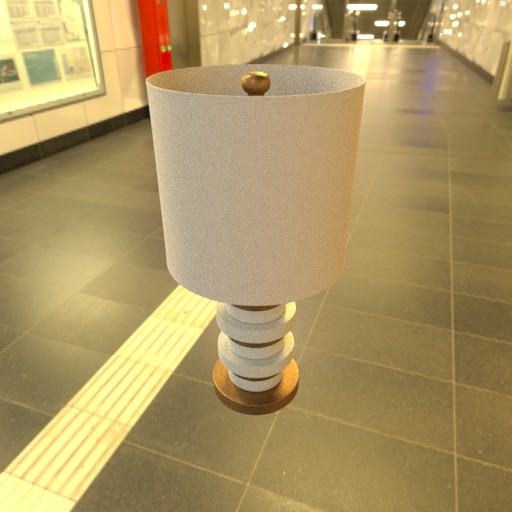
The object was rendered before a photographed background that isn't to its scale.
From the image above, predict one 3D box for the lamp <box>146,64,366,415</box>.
[{"bbox_3d":[0.000,0.000,0.530,0.210,0.410,0.210,0,30,1],"label":"lamp"}]
